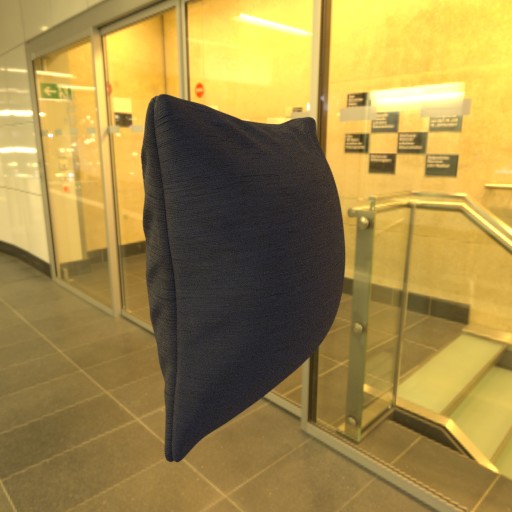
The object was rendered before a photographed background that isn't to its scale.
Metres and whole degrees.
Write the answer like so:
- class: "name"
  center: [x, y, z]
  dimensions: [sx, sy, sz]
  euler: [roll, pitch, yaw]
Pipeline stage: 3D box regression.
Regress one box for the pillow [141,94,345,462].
- class: "pillow"
  center: [0.000, 0.000, 0.653]
  dimensions: [0.246, 0.414, 0.432]
  euler: [7, 15, 26]
